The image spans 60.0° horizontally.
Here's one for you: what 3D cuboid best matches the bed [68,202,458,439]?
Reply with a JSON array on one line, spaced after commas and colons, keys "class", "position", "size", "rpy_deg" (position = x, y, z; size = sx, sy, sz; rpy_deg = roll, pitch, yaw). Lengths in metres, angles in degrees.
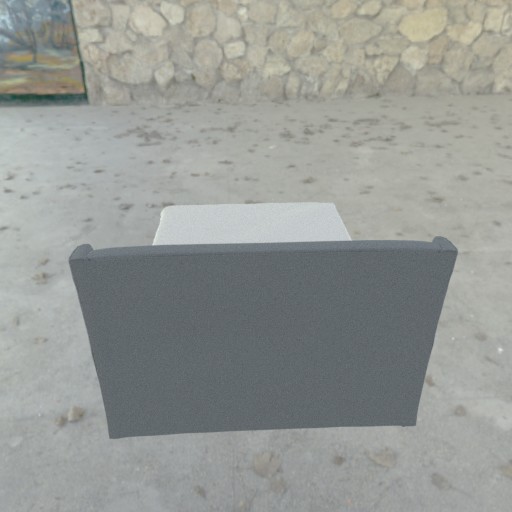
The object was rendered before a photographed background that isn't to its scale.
[{"class": "bed", "position": [0.000, 0.000, 3.430], "size": [1.925, 1.332, 2.276], "rpy_deg": [-1, 30, -2]}]
